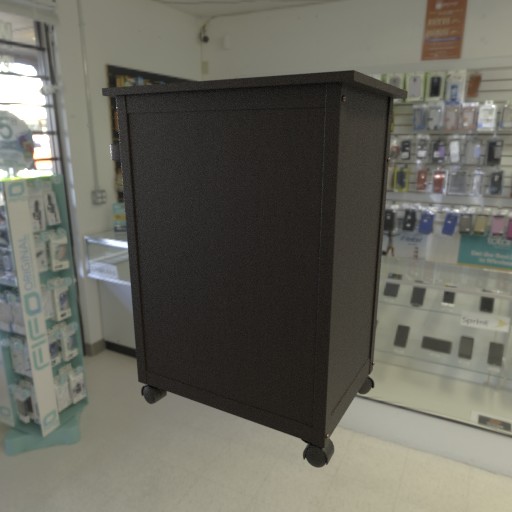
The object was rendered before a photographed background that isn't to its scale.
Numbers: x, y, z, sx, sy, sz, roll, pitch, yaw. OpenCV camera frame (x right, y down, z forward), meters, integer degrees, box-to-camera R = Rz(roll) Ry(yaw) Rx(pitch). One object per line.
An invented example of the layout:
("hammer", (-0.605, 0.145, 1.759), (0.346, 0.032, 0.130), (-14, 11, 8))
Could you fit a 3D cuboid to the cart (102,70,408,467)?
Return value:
("cart", (0.000, 0.000, 1.248), (0.660, 0.879, 0.456), (8, 17, 29))
